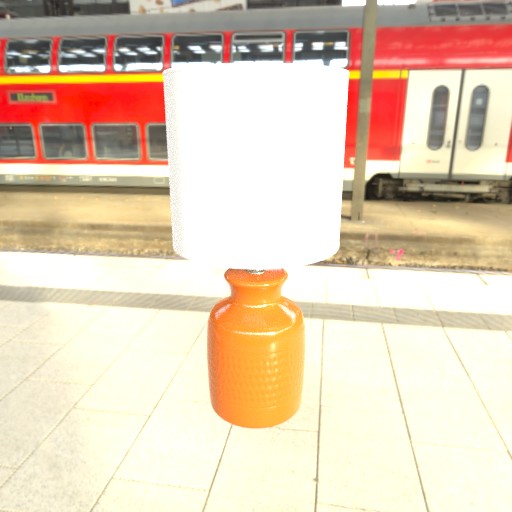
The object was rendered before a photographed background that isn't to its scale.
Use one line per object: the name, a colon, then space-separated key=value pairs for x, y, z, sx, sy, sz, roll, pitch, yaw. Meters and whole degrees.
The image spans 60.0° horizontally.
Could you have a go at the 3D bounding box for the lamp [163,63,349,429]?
lamp: x=0.000 y=0.000 z=1.141 sx=0.418 sy=0.871 sz=0.418 roll=2 pitch=17 yaw=7
